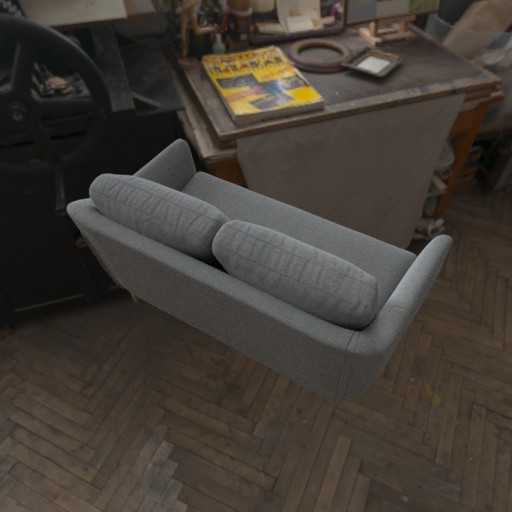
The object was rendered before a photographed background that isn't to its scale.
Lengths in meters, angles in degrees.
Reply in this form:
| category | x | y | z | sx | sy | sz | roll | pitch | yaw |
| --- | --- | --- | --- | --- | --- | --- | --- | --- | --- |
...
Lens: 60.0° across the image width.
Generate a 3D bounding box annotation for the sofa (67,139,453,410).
| category | x | y | z | sx | sy | sz | roll | pitch | yaw |
| --- | --- | --- | --- | --- | --- | --- | --- | --- | --- |
| sofa | 0.000 | 0.000 | 2.200 | 1.619 | 0.904 | 0.960 | 24 | 52 | 20 |
